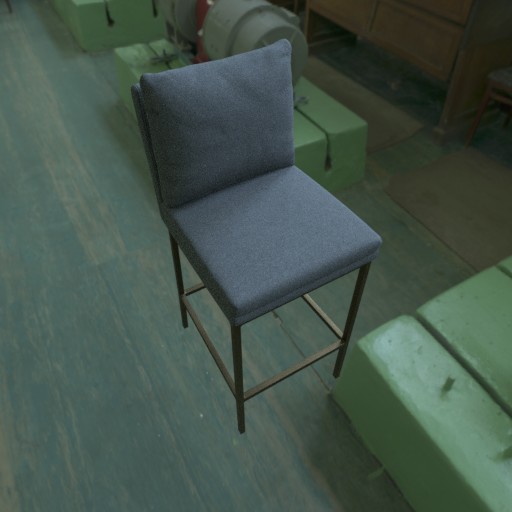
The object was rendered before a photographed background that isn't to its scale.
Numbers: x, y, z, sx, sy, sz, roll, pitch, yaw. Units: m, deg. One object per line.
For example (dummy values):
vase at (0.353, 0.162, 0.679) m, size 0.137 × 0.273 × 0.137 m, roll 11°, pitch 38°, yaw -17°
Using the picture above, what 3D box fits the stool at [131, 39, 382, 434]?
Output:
stool at (0.000, 0.000, 1.407) m, size 0.463 × 1.130 × 0.569 m, roll -23°, pitch 51°, yaw -20°
